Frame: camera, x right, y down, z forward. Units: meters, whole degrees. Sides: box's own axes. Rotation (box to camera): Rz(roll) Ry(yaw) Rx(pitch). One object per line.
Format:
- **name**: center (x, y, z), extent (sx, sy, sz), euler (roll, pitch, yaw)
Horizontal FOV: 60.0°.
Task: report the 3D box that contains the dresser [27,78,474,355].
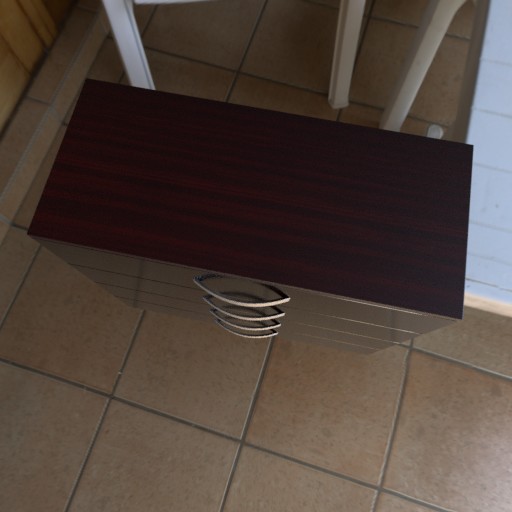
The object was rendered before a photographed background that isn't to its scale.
- **dresser**: center (0.000, 0.000, 1.132), extent (0.750, 0.720, 0.360), euler (11, 73, 3)
